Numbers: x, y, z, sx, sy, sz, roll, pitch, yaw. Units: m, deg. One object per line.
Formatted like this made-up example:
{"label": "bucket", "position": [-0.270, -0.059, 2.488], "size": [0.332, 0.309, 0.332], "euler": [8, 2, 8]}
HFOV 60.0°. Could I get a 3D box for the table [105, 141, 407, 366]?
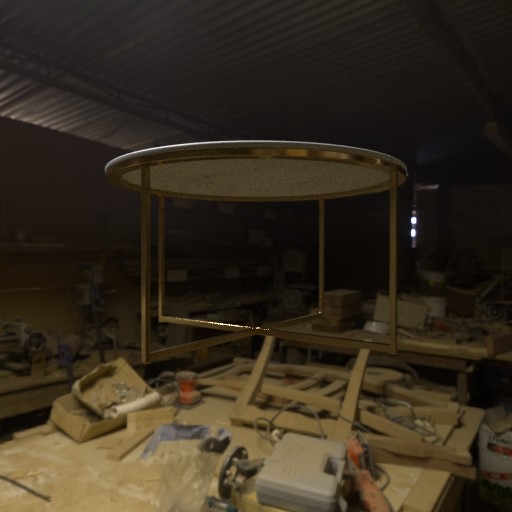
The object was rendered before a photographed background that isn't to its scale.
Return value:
{"label": "table", "position": [0.000, 0.000, 1.242], "size": [0.800, 0.450, 0.800], "euler": [0, 1, 0]}
